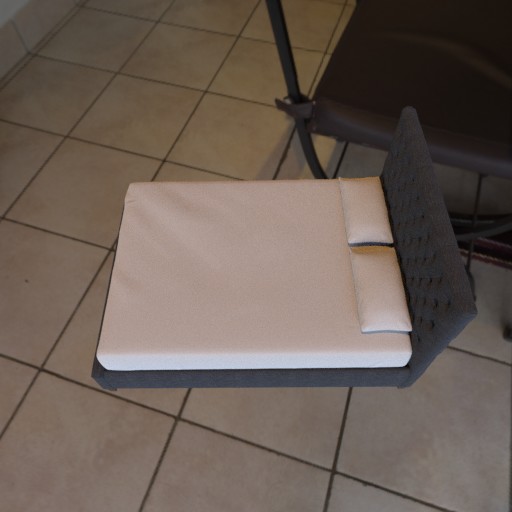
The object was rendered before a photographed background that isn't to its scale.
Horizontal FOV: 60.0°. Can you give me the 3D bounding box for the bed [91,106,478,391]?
[{"bbox_3d":[0.000,0.000,3.373,2.387,1.427,1.698,0,57,0],"label":"bed"}]
